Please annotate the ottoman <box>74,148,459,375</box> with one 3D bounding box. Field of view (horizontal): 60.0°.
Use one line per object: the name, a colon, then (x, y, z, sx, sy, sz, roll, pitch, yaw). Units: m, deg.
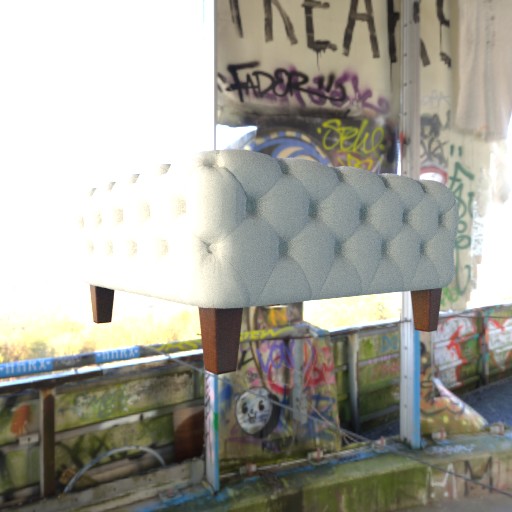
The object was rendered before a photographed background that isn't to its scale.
ottoman: (0.000, 0.000, 1.182, 0.753, 0.376, 0.755, -1, 1, -37)
